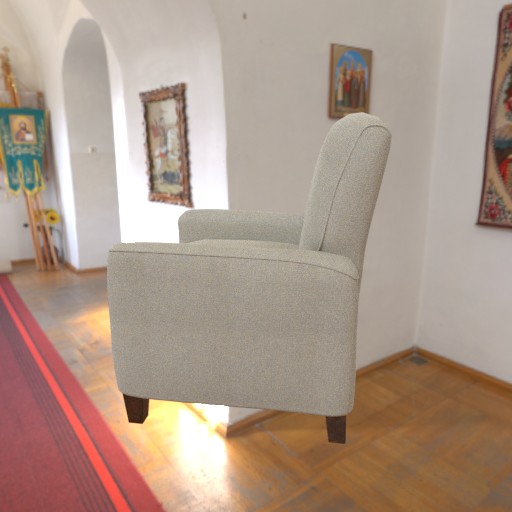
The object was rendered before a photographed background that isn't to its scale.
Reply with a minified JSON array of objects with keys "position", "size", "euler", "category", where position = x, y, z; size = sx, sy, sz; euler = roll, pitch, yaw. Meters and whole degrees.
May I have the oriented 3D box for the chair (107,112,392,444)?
[{"position":[0.000,0.000,1.673],"size":[0.853,1.006,0.850],"euler":[2,14,9],"category":"chair"}]
